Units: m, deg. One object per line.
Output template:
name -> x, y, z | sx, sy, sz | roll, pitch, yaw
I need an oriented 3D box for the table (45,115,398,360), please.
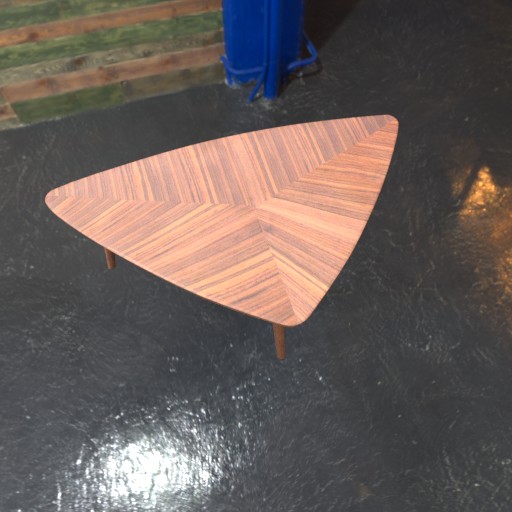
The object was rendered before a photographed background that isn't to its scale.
table -> 0.000, 0.000, 1.272 | 1.008, 0.365, 0.601 | -15, 60, -9
